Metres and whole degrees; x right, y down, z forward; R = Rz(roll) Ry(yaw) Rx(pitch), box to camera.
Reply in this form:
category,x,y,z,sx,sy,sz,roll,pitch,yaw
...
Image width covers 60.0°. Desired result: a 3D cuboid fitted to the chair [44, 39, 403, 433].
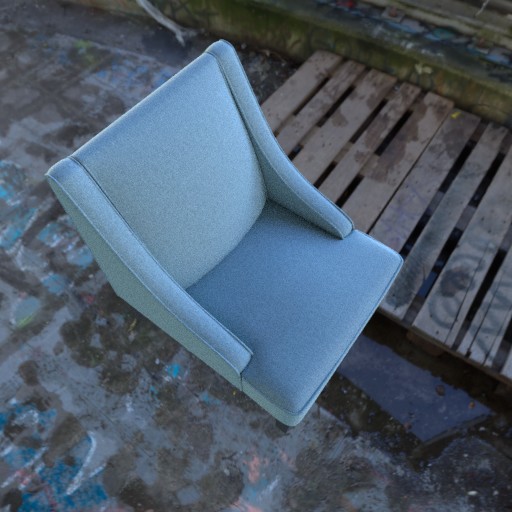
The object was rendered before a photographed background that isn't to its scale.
category,x,y,z,sx,sy,sz,roll,pitch,yaw
chair,0.000,0.000,1.851,1.025,1.133,0.857,33,65,18
